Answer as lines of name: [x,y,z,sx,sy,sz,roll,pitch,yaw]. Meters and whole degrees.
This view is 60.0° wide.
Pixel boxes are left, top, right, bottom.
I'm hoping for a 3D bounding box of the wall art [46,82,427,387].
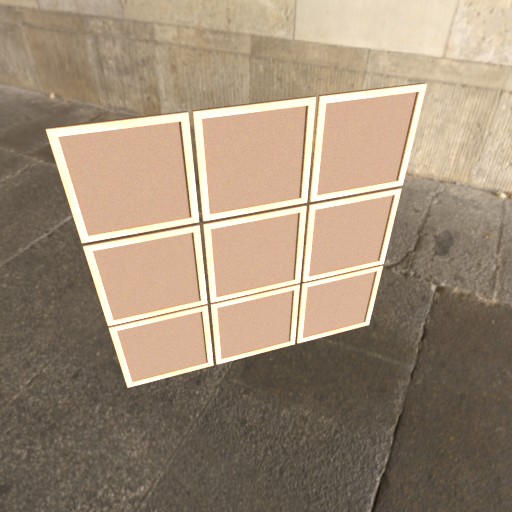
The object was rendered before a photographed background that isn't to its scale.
wall art: [0.000,0.000,1.753,1.216,1.218,0.013,-12,41,-14]
